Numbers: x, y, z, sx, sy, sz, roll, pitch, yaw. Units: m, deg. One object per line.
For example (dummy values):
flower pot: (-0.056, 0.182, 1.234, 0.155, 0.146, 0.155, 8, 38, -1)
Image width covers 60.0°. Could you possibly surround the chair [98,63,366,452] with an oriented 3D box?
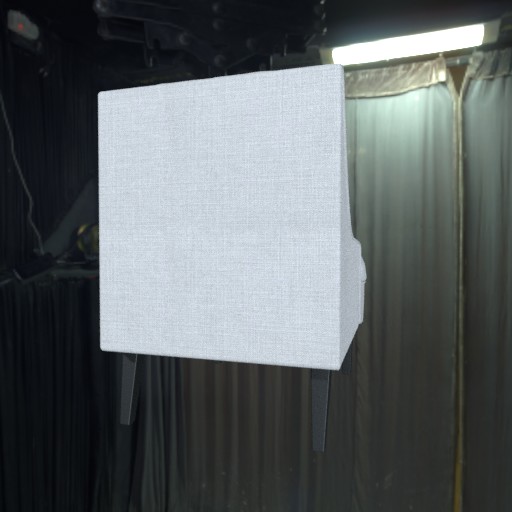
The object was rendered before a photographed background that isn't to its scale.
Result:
chair: (0.000, 0.000, 1.431, 0.658, 0.891, 0.772, 0, 2, 17)
